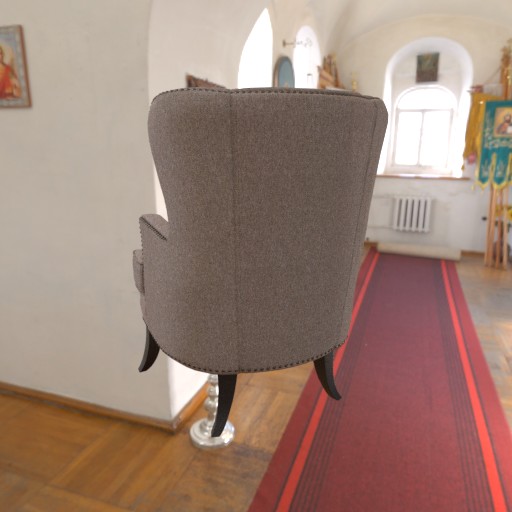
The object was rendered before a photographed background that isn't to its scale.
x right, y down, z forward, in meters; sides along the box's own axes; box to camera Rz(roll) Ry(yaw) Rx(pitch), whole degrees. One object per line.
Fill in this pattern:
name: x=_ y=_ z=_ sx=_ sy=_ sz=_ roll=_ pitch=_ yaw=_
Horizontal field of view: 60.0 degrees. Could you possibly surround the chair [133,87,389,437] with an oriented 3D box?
chair: x=0.000 y=0.000 z=1.576 sx=0.759 sy=1.060 sz=0.758 roll=-7 pitch=16 yaw=-25
